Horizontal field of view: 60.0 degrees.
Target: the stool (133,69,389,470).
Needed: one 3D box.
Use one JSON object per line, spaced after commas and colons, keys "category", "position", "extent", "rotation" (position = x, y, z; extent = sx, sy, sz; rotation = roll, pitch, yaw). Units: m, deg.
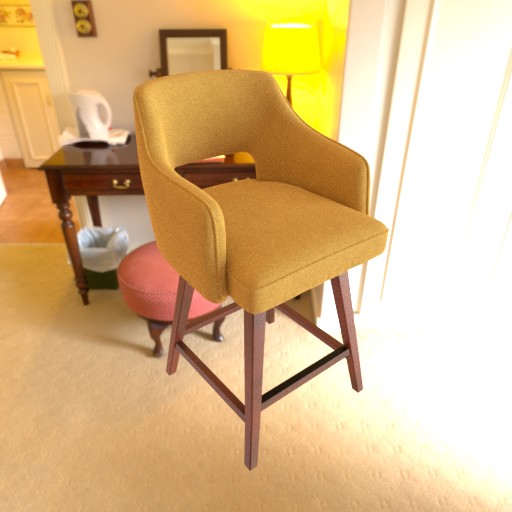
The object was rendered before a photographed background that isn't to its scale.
{"category": "stool", "position": [0.000, 0.000, 1.261], "extent": [0.548, 0.924, 0.558], "rotation": [-22, 36, -32]}
